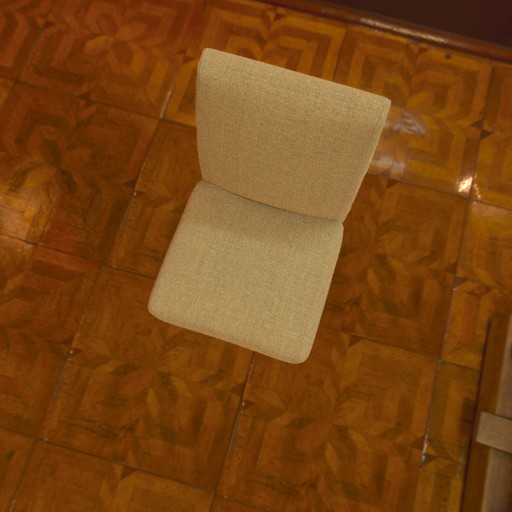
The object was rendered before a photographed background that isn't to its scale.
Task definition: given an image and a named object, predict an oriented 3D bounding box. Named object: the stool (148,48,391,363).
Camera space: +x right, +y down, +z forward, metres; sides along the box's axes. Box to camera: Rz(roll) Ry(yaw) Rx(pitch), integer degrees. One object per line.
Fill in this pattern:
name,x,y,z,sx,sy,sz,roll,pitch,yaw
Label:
stool,0.000,0.000,1.391,0.483,1.106,0.569,17,76,4
